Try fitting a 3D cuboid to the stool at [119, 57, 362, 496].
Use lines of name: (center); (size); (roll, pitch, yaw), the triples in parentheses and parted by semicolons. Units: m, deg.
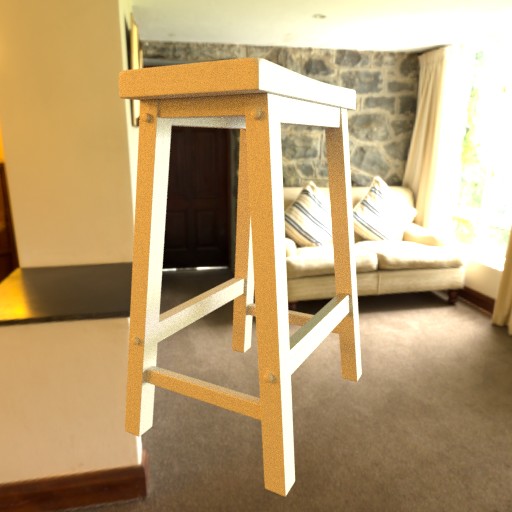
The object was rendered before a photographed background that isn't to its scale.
stool: (0.000, 0.000, 0.828); (0.322, 0.610, 0.406); (8, 16, 28)
